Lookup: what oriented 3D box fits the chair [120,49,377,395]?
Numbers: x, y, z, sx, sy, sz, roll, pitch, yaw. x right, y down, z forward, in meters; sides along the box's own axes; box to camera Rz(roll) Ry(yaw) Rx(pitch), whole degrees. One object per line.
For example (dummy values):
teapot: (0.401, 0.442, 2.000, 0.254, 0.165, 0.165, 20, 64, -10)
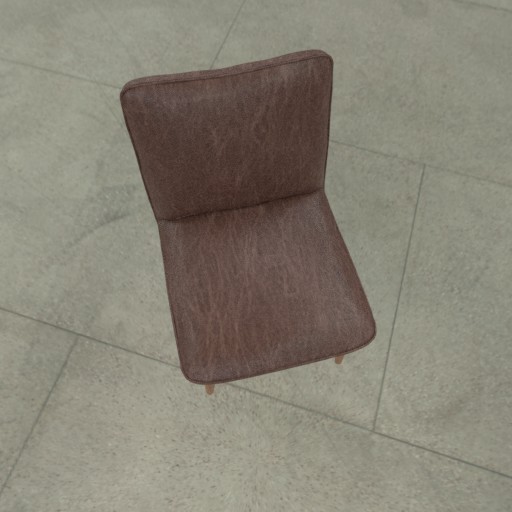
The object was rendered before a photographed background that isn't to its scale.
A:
chair: (0.000, 0.000, 1.218, 0.543, 0.803, 0.645, -16, 66, -7)
